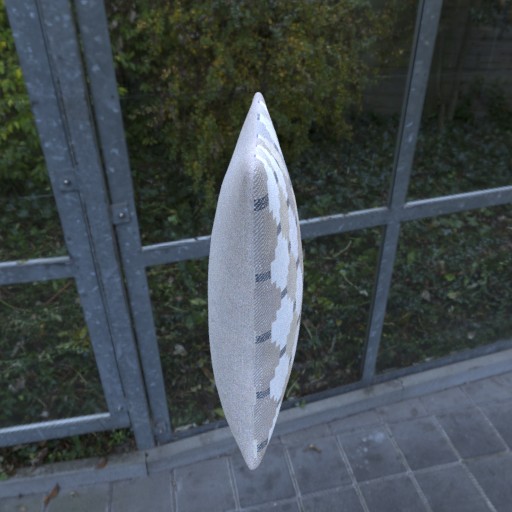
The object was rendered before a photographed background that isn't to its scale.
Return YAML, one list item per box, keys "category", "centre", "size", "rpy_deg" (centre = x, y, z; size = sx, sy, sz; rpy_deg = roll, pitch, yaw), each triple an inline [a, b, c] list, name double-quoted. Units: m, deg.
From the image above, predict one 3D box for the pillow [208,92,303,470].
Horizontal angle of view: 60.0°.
- category: "pillow"
  centre: [0.000, 0.000, 0.891]
  size: [0.192, 0.558, 0.578]
  rpy_deg: [0, 30, 1]
